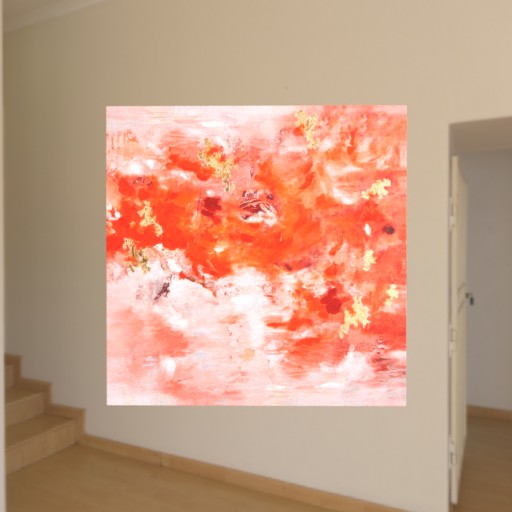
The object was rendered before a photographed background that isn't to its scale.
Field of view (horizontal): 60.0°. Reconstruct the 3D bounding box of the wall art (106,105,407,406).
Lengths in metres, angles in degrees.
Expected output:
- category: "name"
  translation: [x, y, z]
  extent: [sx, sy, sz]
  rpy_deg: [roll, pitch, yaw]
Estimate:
- category: "wall art"
  translation: [0.000, 0.000, 1.325]
  extent: [0.878, 0.878, 0.066]
  rpy_deg: [0, 0, 1]
